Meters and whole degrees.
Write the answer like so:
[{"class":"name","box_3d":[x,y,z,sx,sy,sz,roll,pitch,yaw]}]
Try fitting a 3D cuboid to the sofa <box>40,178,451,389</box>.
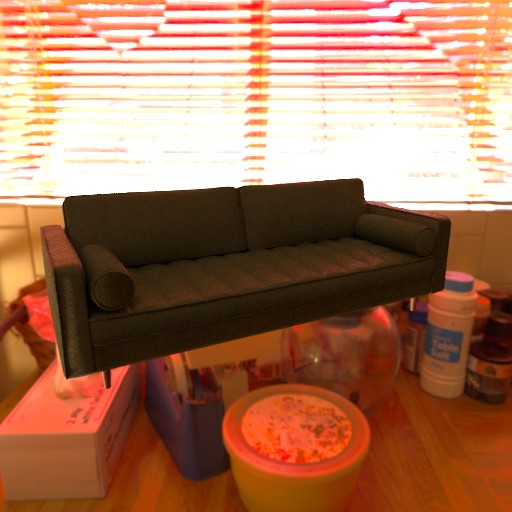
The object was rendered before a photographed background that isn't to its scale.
[{"class":"sofa","box_3d":[0.000,0.000,2.560,2.199,0.769,0.918,-8,18,-27]}]
